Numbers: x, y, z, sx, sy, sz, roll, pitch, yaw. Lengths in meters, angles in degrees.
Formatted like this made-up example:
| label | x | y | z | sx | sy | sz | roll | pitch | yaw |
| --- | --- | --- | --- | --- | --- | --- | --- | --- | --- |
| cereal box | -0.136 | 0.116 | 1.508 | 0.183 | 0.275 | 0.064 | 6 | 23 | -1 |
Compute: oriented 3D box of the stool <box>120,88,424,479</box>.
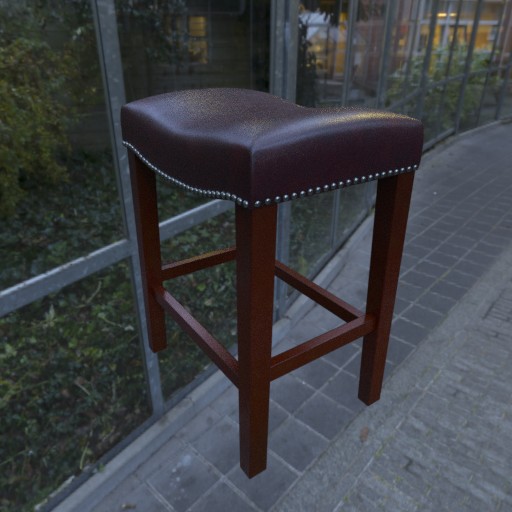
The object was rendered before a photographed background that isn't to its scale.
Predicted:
| label | x | y | z | sx | sy | sz | roll | pitch | yaw |
| --- | --- | --- | --- | --- | --- | --- | --- | --- | --- |
| stool | 0.000 | 0.000 | 0.973 | 0.372 | 0.657 | 0.504 | -17 | 31 | -31 |
